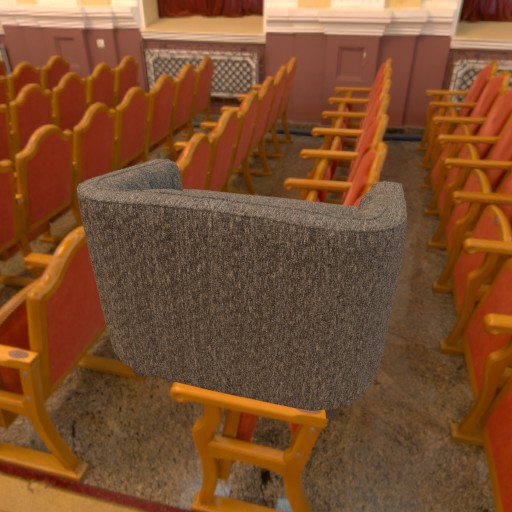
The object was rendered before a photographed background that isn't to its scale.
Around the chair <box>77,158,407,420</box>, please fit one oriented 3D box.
[{"bbox_3d":[0.000,0.000,1.796,1.104,0.852,0.941,8,33,13],"label":"chair"}]
